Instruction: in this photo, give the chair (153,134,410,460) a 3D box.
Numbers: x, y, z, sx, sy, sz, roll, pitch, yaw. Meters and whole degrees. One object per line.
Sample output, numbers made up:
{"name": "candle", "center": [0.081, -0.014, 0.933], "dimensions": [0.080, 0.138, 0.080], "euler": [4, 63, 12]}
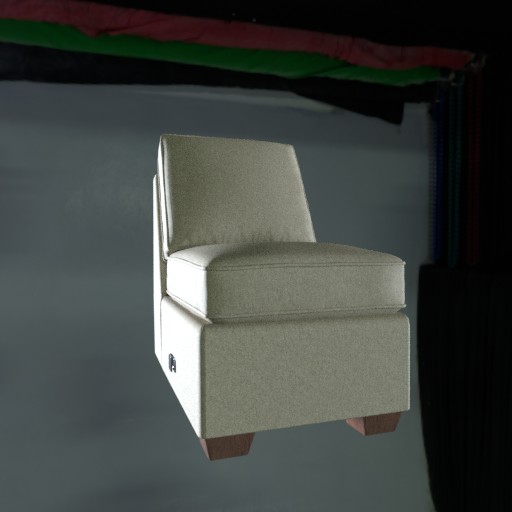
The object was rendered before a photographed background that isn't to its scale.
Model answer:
{"name": "chair", "center": [0.000, 0.000, 1.679], "dimensions": [0.674, 1.058, 1.020], "euler": [0, 1, -19]}
